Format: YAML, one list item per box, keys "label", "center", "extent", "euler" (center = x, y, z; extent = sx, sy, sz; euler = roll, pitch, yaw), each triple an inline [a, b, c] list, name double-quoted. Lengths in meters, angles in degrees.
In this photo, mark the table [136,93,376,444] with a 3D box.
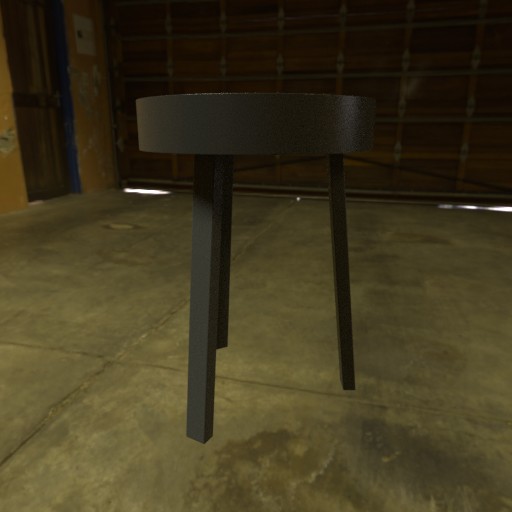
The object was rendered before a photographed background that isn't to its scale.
- label: "table"
  center: [0.000, 0.000, 0.851]
  extent: [0.406, 0.559, 0.406]
  euler: [0, 16, 0]
